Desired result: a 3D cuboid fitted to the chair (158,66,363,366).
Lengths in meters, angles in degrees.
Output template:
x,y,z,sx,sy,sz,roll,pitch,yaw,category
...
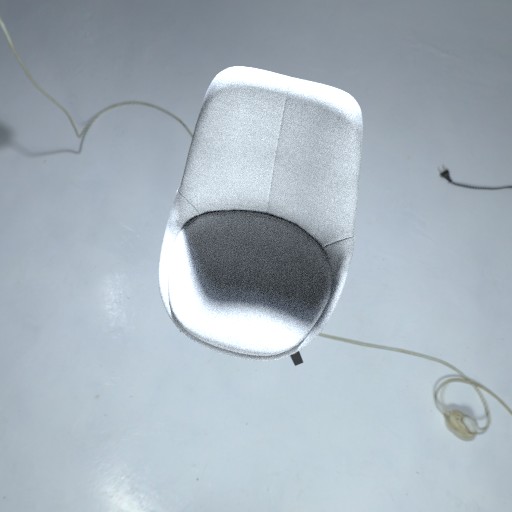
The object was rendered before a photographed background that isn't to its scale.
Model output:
x,y,z,sx,sy,sz,roll,pitch,yaw,category
0.000,0.000,1.211,0.485,0.850,0.550,15,76,4,chair
